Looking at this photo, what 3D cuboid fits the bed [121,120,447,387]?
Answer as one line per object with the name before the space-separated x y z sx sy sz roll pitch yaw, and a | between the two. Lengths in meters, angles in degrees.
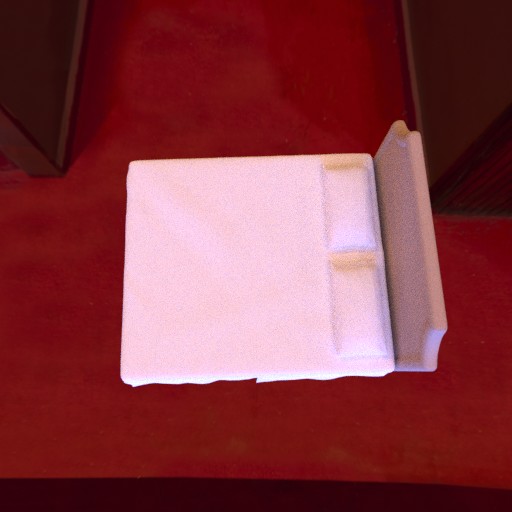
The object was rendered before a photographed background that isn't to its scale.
bed | 0.000 0.000 4.200 2.773 1.590 2.350 -2 76 0
